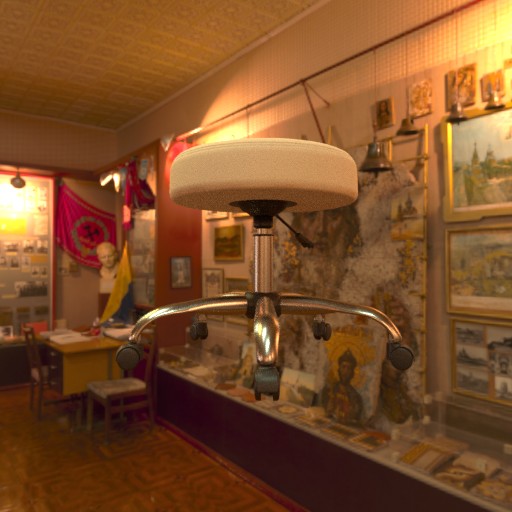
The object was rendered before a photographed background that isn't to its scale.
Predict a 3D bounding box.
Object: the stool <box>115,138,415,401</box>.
[{"bbox_3d":[0.000,0.000,1.060,0.634,0.482,0.614,1,-1,-36],"label":"stool"}]
